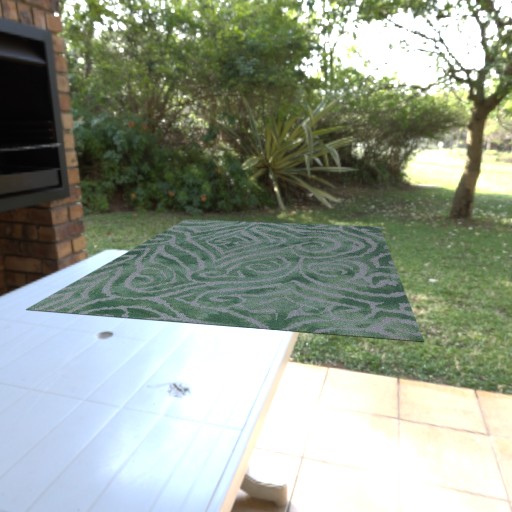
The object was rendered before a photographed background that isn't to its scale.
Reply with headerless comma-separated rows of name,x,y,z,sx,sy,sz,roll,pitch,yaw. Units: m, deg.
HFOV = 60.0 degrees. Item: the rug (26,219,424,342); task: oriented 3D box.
rug,0.000,0.000,4.066,2.436,0.007,3.045,3,16,10
